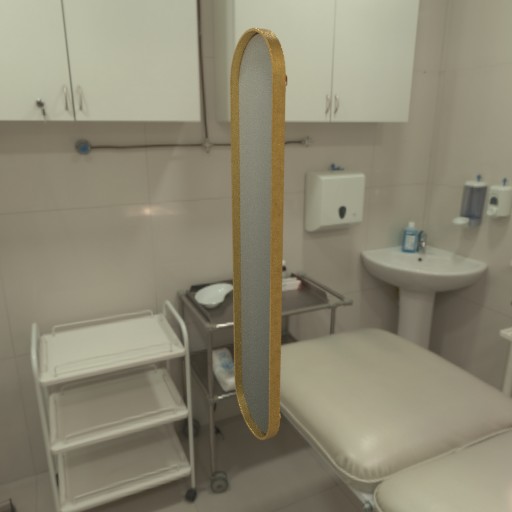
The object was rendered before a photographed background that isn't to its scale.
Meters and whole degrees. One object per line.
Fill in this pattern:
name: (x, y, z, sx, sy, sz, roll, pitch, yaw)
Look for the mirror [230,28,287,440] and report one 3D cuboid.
mirror: (0.000, 0.000, 1.070, 0.032, 0.991, 0.222, -8, 18, -24)
